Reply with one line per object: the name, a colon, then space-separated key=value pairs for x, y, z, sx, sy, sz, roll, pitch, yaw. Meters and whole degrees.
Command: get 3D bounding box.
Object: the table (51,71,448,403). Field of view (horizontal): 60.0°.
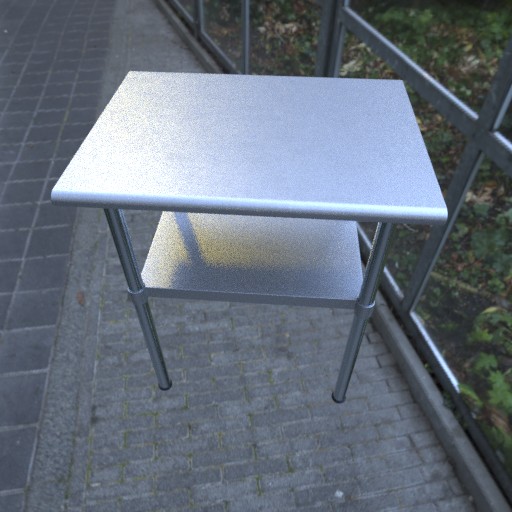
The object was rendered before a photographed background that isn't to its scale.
table: x=0.000 y=0.000 z=1.355 sx=0.762 sy=0.876 sz=0.584 roll=3 pitch=46 yaw=3
